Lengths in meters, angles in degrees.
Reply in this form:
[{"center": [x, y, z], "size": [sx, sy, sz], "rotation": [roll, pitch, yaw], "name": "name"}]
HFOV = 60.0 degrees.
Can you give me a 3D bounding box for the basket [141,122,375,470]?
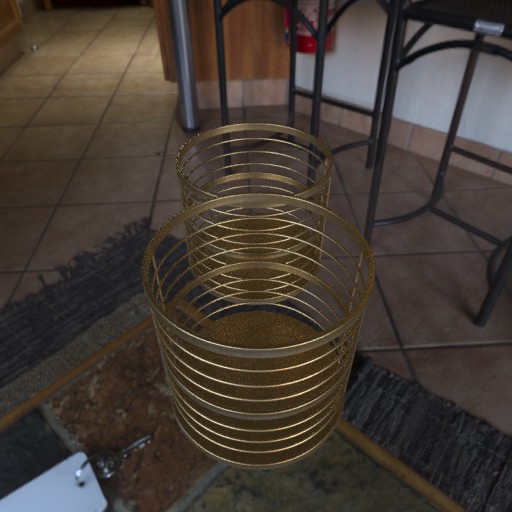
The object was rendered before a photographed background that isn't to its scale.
[{"center": [0.000, 0.000, 0.946], "size": [0.356, 0.351, 0.746], "rotation": [-1, 42, -1], "name": "basket"}]
